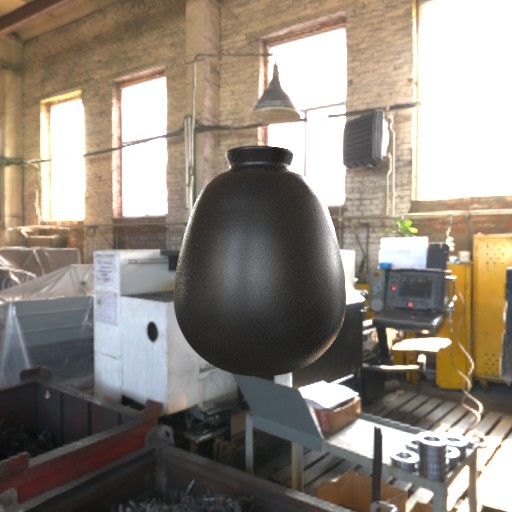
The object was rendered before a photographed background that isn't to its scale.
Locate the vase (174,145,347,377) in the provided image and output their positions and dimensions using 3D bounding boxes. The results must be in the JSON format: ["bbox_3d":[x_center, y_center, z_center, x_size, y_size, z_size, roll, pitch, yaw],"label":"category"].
[{"bbox_3d":[0.000,0.000,0.354,0.097,0.122,0.297,0,1,-1],"label":"vase"}]
